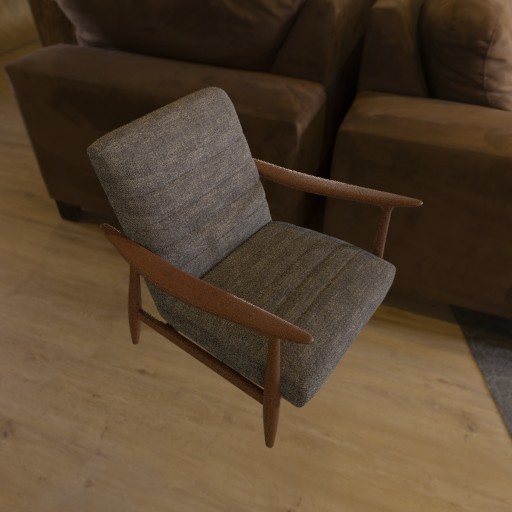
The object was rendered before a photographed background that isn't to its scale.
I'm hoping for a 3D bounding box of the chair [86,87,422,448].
[{"bbox_3d":[0.000,0.000,1.476,0.798,0.832,0.741,26,47,27],"label":"chair"}]
